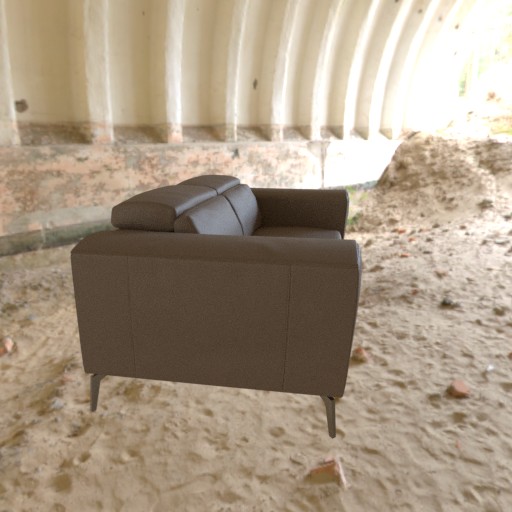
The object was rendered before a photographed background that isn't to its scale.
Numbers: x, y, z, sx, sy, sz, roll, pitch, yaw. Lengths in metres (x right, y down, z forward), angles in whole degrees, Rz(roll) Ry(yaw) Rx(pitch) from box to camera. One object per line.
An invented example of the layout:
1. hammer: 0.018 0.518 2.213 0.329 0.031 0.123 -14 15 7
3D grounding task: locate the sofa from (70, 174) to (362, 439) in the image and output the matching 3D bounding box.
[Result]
1. sofa: 0.000 0.000 2.383 1.003 0.779 1.895 3 15 10
